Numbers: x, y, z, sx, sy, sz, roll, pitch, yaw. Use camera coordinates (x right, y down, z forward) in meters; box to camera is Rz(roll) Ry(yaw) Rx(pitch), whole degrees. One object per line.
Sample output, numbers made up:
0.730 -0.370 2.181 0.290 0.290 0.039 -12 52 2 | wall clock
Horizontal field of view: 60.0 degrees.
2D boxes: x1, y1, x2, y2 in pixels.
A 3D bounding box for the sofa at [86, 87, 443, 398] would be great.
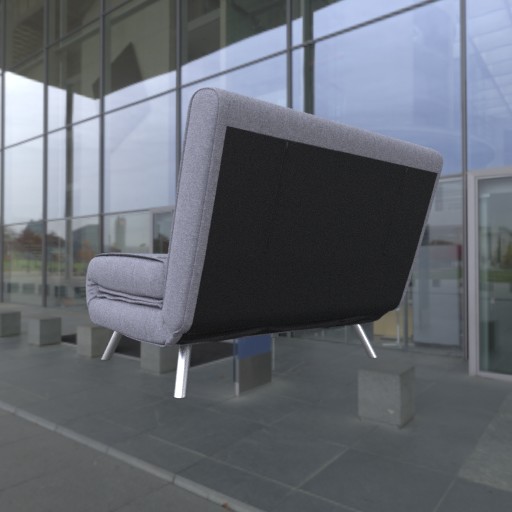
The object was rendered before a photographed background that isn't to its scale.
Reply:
0.000 0.000 1.724 1.020 0.825 1.000 1 -1 -38 | sofa
